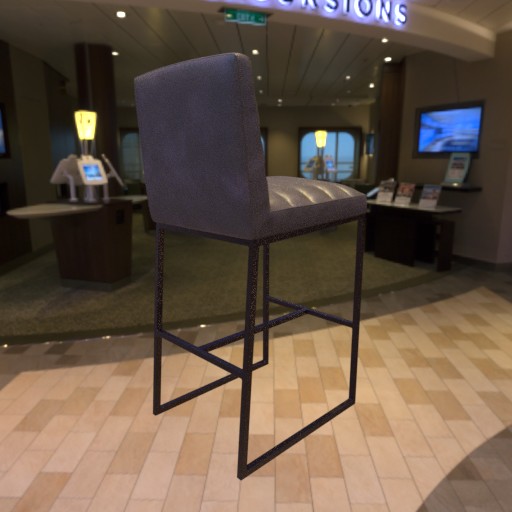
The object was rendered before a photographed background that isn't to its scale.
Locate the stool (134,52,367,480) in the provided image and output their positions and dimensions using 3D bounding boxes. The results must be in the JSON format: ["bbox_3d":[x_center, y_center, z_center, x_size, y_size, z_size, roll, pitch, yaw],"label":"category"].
[{"bbox_3d":[0.000,0.000,1.391,0.562,1.065,0.463,-12,18,-43],"label":"stool"}]
